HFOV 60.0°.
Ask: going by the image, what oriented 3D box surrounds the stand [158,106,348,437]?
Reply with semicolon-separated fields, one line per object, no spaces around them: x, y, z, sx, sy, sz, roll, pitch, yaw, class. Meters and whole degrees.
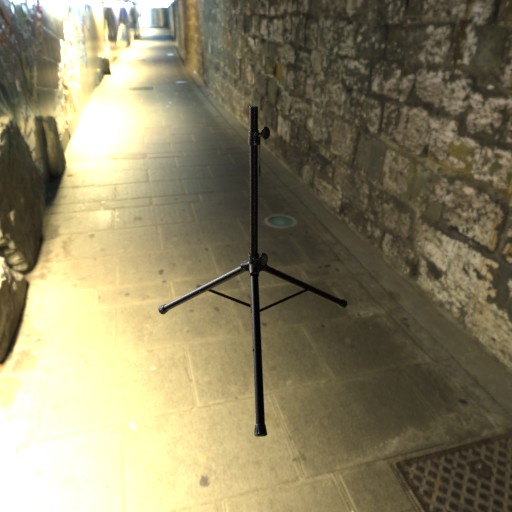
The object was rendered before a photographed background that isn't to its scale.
0.000;0.000;1.833;1.045;1.136;0.907;-1;28;-1;stand
